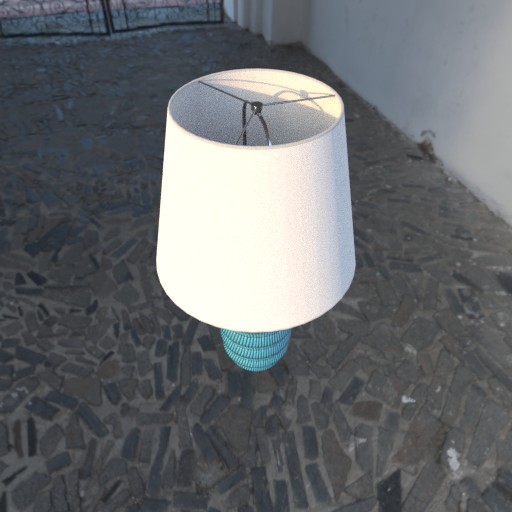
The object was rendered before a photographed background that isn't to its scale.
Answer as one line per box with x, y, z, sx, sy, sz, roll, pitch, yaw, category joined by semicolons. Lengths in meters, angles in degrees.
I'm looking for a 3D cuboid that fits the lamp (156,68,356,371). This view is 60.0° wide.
0.000;0.000;0.806;0.355;0.582;0.355;0;44;0;lamp
